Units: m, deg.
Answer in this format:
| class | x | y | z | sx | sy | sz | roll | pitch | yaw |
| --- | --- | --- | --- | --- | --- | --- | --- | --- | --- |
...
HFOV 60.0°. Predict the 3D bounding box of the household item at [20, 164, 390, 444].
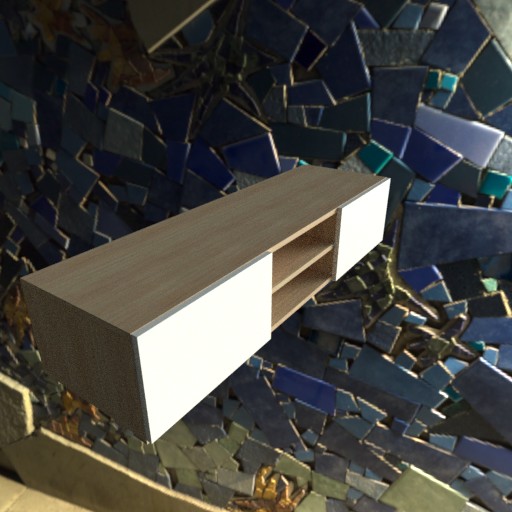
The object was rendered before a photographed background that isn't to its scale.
| class | x | y | z | sx | sy | sz | roll | pitch | yaw |
| --- | --- | --- | --- | --- | --- | --- | --- | --- | --- |
| household item | 0.000 | 0.000 | 1.552 | 0.420 | 0.310 | 1.400 | 17 | 30 | 31 |
